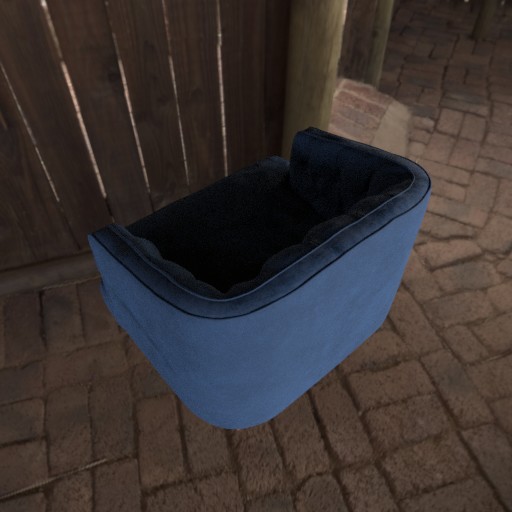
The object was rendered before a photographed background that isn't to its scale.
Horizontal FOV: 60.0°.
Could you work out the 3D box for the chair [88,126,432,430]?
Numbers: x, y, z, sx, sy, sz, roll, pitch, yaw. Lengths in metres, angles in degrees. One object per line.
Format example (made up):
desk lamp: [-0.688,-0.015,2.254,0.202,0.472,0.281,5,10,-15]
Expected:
chair: [0.000,0.000,1.801,1.094,0.852,0.940,-32,54,-26]
